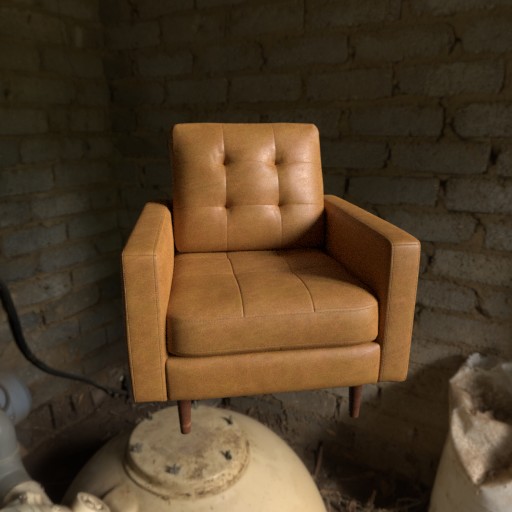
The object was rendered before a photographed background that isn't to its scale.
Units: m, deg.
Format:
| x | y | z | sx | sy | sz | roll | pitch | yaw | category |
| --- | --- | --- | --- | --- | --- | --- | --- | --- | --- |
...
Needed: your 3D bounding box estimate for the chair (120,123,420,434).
| x | y | z | sx | sy | sz | roll | pitch | yaw | category |
| --- | --- | --- | --- | --- | --- | --- | --- | --- | --- |
| 0.000 | 0.000 | 1.560 | 0.831 | 0.896 | 0.868 | -2 | 17 | -8 | chair |
